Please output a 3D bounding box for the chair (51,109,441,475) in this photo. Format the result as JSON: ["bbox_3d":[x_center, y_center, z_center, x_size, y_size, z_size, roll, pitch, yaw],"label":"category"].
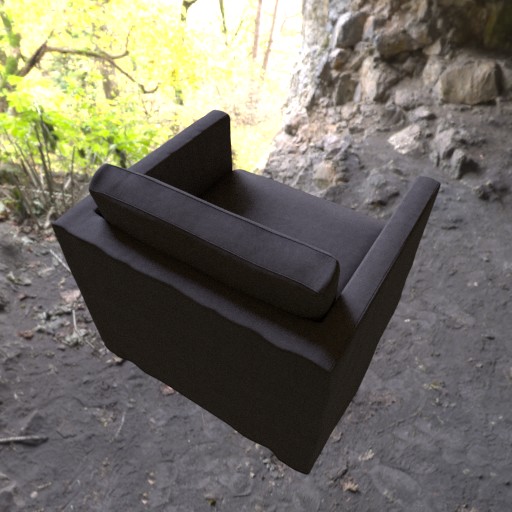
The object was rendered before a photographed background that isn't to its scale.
[{"bbox_3d":[0.000,0.000,1.718,1.057,0.863,0.949,24,50,22],"label":"chair"}]
